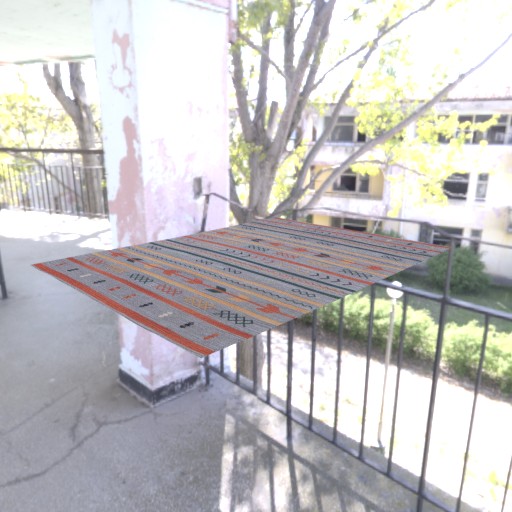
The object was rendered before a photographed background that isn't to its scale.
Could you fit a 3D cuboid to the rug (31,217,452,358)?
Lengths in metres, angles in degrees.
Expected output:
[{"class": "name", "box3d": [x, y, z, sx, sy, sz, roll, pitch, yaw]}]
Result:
[{"class": "rug", "box3d": [0.000, 0.000, 3.921, 2.263, 0.022, 3.029, 15, 21, 43]}]
